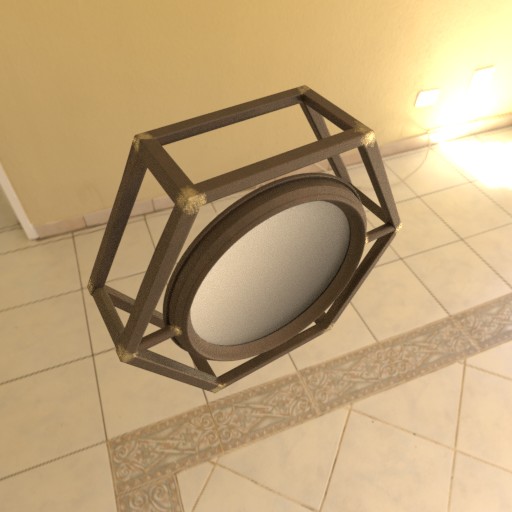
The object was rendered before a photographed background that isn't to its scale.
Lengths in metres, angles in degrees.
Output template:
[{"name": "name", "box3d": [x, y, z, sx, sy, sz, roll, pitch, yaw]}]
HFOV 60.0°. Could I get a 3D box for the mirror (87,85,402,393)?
[{"name": "mirror", "box3d": [0.000, 0.000, 0.540, 0.380, 0.334, 0.119, -24, 51, -21]}]
